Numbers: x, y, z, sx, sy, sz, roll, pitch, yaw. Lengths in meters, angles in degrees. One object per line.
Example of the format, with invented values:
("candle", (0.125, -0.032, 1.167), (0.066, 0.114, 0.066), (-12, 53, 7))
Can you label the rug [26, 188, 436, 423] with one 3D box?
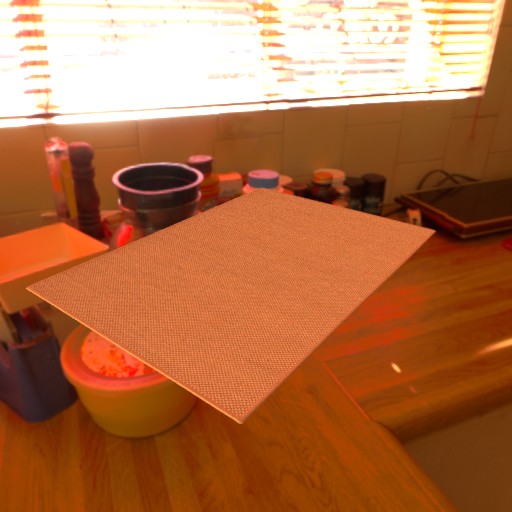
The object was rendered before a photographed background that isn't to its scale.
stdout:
("rug", (0.000, 0.000, 2.745), (1.524, 0.013, 2.134), (20, 33, 33))
